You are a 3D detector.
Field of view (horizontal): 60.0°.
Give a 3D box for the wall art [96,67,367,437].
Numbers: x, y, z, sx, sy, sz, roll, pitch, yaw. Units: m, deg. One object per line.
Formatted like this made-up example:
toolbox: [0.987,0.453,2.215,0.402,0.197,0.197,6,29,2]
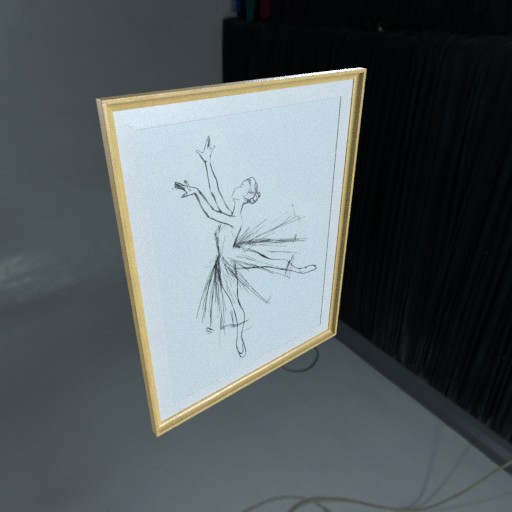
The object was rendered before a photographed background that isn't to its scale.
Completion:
wall art: [0.000,0.000,1.348,0.798,1.002,0.030,-21,36,-32]
